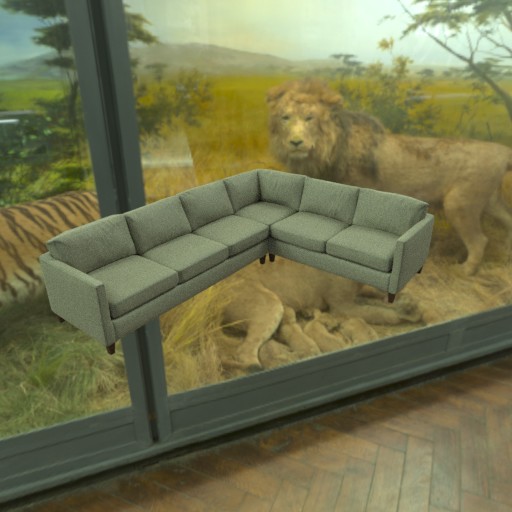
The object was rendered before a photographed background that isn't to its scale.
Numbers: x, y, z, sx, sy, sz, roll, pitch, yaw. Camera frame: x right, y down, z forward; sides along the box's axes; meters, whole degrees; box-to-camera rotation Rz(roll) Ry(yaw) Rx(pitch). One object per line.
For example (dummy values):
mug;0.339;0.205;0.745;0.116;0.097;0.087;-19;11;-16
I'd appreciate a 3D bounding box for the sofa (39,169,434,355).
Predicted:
sofa;0.000;0.000;4.603;2.593;0.947;3.302;19;32;33
